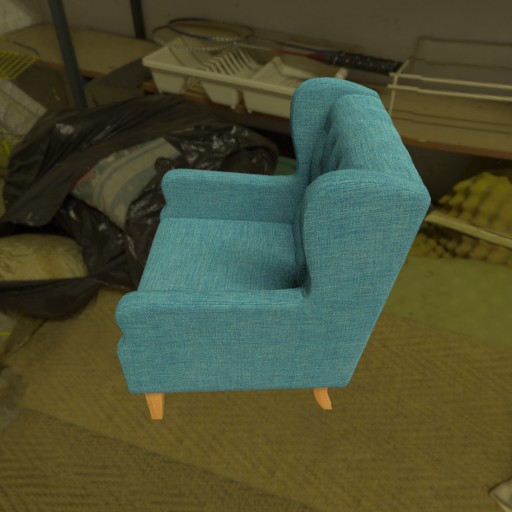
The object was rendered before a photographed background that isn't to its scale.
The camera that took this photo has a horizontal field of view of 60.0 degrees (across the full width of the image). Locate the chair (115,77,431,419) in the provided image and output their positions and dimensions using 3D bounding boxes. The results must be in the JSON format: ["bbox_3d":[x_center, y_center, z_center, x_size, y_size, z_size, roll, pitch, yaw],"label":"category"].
[{"bbox_3d":[0.000,0.000,1.465,0.775,0.952,0.711,1,40,1],"label":"chair"}]
